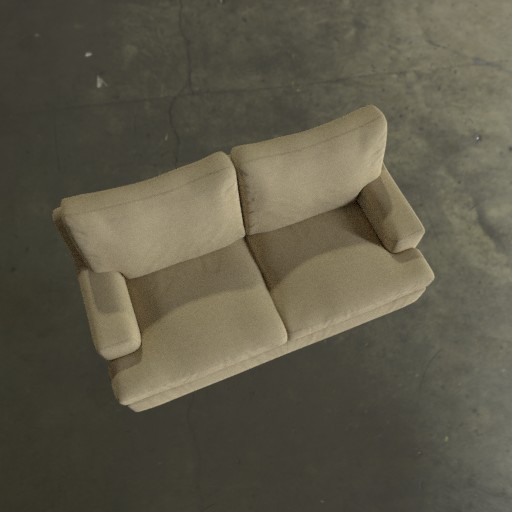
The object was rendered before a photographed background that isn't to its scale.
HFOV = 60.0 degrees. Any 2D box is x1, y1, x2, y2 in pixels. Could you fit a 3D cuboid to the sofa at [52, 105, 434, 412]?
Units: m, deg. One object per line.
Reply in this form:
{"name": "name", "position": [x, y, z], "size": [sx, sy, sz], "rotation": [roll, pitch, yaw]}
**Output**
{"name": "sofa", "position": [0.000, 0.000, 2.456], "size": [1.885, 0.967, 0.962], "rotation": [-20, 64, -10]}
